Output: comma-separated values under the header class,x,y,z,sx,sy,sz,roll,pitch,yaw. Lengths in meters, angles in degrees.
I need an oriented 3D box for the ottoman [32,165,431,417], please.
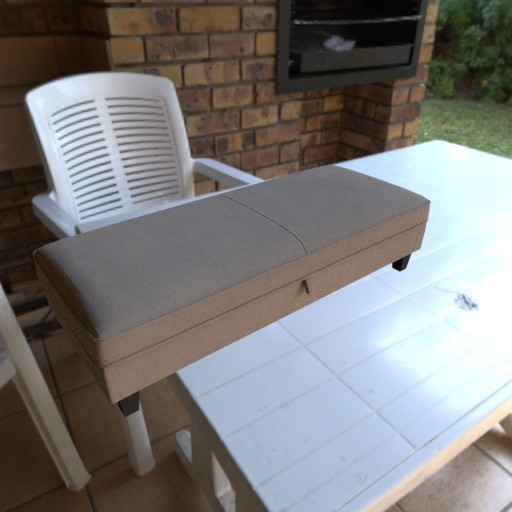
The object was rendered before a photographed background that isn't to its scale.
class,x,y,z,sx,sy,sz,roll,pitch,yaw
ottoman,0.000,0.000,2.043,1.726,0.460,0.735,-21,36,-32
